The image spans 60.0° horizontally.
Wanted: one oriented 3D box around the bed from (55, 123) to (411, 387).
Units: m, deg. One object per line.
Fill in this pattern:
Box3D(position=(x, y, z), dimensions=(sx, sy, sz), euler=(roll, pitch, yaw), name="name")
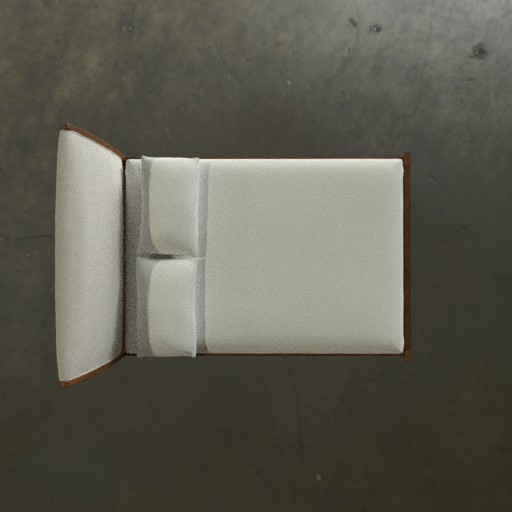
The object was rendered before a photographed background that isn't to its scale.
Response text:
Box3D(position=(0.000, 0.000, 3.218), dimensions=(2.380, 1.250, 1.612), euler=(0, 89, 0), name="bed")
